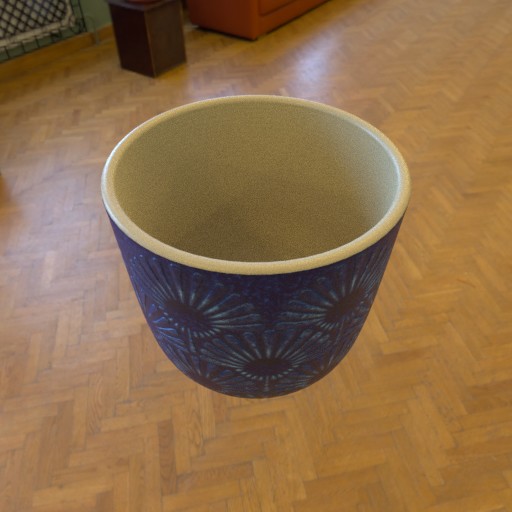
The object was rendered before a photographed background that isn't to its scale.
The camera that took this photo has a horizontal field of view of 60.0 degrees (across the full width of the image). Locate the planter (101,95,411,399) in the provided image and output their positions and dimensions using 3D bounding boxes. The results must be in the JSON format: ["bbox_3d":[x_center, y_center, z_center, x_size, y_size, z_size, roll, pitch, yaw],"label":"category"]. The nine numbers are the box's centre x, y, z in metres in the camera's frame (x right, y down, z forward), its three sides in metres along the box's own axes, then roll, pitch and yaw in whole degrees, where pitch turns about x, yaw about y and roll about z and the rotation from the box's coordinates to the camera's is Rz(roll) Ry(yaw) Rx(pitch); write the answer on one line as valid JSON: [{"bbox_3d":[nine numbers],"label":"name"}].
[{"bbox_3d":[0.000,0.000,0.219,0.124,0.109,0.124,0,45,0],"label":"planter"}]
